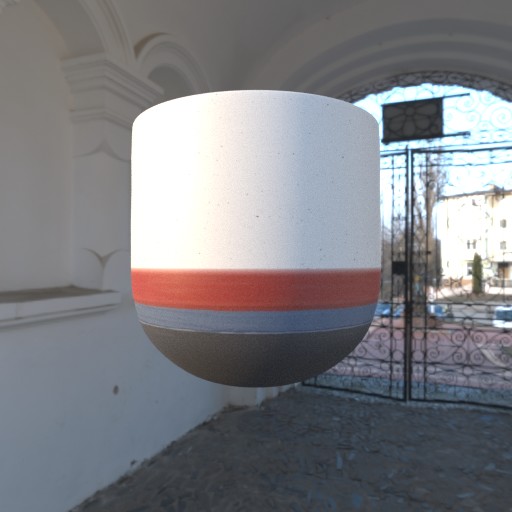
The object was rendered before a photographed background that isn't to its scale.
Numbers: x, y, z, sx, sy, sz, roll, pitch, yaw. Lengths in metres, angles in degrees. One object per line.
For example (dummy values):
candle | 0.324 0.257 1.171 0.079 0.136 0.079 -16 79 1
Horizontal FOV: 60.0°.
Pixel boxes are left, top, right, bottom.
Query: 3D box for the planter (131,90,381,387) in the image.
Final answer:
planter | 0.000 0.000 0.494 0.268 0.270 0.268 0 -1 0
